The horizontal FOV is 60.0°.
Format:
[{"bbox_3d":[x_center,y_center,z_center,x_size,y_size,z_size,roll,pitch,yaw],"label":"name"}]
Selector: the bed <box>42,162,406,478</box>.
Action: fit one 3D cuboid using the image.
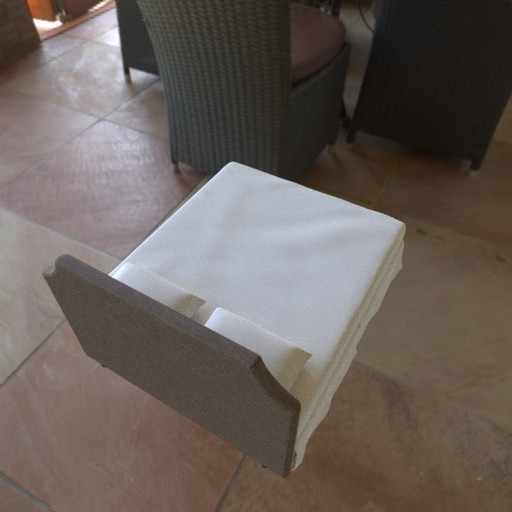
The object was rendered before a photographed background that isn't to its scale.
[{"bbox_3d":[0.000,0.000,4.176,2.350,1.590,2.773,24,52,20],"label":"bed"}]
